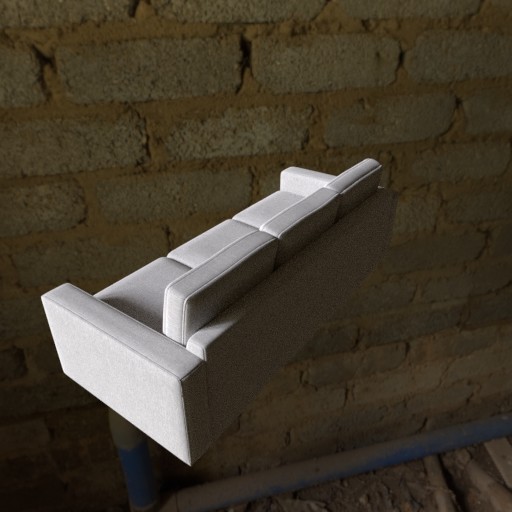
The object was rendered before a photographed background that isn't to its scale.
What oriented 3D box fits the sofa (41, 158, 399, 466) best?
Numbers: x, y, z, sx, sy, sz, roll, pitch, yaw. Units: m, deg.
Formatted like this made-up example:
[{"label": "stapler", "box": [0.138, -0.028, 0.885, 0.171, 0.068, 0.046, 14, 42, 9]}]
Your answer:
[{"label": "sofa", "box": [0.000, 0.000, 2.580, 0.900, 0.800, 2.120, 21, 37, 30]}]
